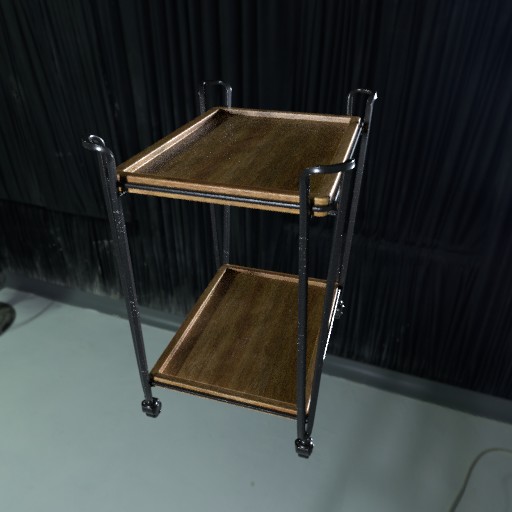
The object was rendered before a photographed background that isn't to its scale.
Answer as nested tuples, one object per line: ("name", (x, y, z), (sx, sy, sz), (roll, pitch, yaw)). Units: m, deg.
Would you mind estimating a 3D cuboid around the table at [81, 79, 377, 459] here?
("table", (0.000, 0.000, 1.212), (0.505, 0.785, 0.672), (9, 32, 14))
